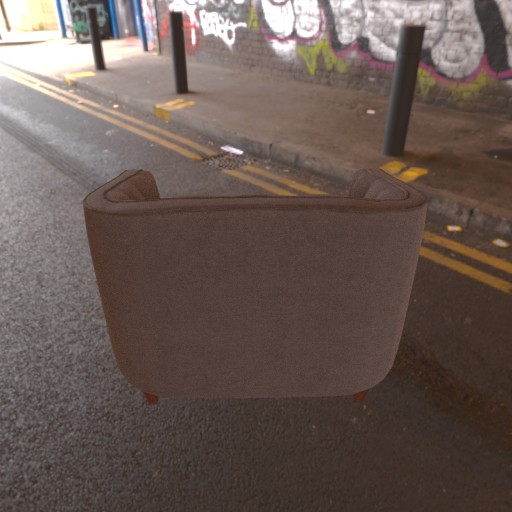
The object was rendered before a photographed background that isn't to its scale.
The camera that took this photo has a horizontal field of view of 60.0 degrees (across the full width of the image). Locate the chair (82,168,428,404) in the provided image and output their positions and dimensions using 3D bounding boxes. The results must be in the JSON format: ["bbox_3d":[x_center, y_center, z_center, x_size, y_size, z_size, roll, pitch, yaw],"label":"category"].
[{"bbox_3d":[0.000,0.000,1.776,1.104,0.852,0.941,-1,31,-1],"label":"chair"}]
